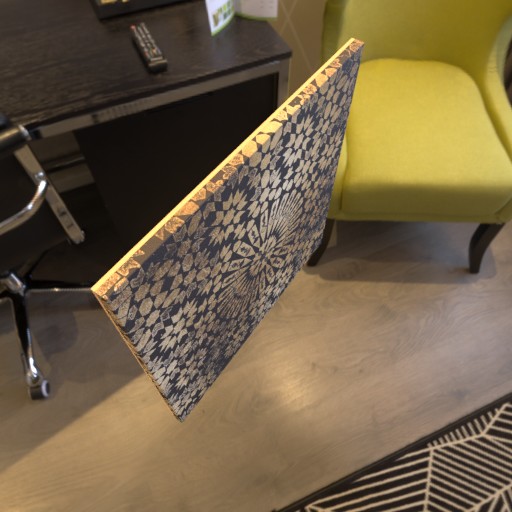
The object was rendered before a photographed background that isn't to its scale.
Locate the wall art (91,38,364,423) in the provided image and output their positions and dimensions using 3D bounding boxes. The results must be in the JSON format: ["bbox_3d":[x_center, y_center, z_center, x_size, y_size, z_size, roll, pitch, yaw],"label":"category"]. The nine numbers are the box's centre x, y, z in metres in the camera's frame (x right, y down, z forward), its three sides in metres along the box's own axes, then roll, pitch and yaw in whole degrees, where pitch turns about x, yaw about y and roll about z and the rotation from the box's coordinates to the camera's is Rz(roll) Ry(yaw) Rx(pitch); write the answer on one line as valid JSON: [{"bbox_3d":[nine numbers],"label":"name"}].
[{"bbox_3d":[0.000,0.000,1.329,0.038,0.914,0.914,31,62,18],"label":"wall art"}]
